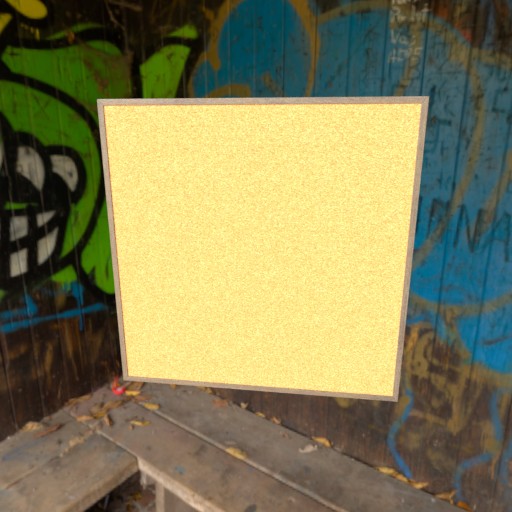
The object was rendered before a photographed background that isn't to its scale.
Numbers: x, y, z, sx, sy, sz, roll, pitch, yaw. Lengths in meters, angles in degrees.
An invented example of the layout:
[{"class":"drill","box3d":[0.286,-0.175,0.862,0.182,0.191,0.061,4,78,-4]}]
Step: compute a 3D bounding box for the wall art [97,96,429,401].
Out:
[{"class":"wall art","box3d":[0.000,0.000,1.129,0.758,0.758,0.039,2,16,7]}]
